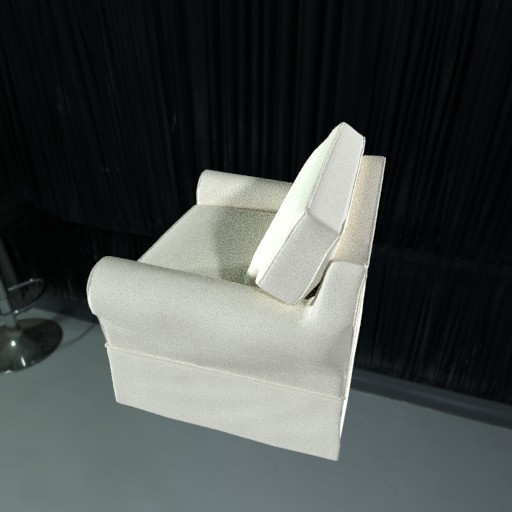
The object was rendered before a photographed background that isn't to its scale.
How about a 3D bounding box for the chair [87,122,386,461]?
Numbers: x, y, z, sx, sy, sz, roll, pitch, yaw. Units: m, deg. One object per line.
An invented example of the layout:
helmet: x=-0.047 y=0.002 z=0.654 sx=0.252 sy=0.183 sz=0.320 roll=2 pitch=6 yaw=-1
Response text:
chair: x=0.000 y=0.000 z=1.824 sx=0.904 sy=0.958 sz=1.099 roll=9 pitch=32 yaw=14
